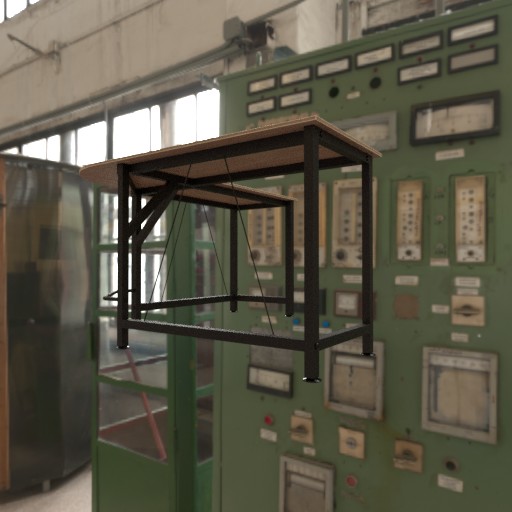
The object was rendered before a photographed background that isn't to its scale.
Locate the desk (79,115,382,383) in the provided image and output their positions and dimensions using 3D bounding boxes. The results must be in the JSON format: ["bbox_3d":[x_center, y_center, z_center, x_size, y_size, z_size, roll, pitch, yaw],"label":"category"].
[{"bbox_3d":[0.000,0.000,2.218,1.400,0.762,1.400,-1,-1,35],"label":"desk"}]
